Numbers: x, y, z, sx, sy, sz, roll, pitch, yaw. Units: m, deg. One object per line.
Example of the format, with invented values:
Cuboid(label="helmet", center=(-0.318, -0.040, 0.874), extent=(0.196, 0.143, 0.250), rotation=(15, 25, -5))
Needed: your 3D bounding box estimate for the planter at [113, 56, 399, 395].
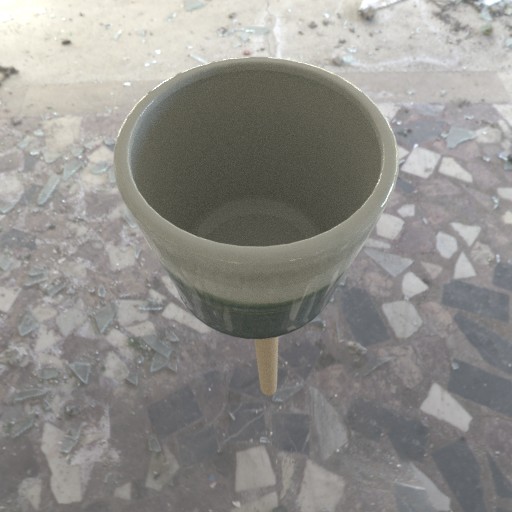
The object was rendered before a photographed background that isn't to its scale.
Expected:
Cuboid(label="planter", center=(0.000, 0.000, 0.477), extent=(0.217, 0.331, 0.217), rotation=(29, 62, 17))
